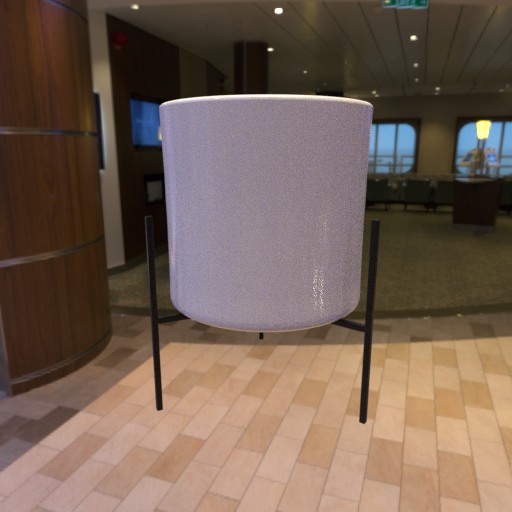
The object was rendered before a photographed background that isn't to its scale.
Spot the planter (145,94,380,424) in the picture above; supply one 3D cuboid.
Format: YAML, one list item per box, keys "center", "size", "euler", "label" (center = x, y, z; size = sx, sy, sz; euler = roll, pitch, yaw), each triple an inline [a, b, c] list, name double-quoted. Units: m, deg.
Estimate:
- center: [0.000, 0.000, 0.745]
  size: [0.361, 0.480, 0.360]
  euler: [-7, 15, -25]
  label: "planter"
